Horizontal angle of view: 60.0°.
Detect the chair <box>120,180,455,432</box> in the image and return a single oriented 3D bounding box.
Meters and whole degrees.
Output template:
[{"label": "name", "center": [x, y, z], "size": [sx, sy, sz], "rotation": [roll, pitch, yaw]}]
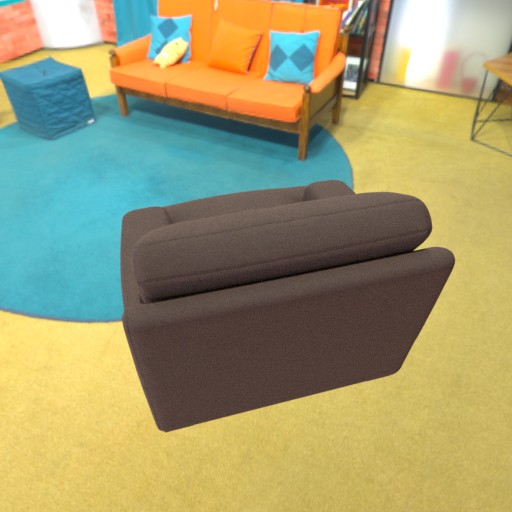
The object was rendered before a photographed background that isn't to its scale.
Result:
[{"label": "chair", "center": [0.000, 0.000, 1.993], "size": [1.168, 0.940, 1.143], "rotation": [-10, 42, -12]}]
